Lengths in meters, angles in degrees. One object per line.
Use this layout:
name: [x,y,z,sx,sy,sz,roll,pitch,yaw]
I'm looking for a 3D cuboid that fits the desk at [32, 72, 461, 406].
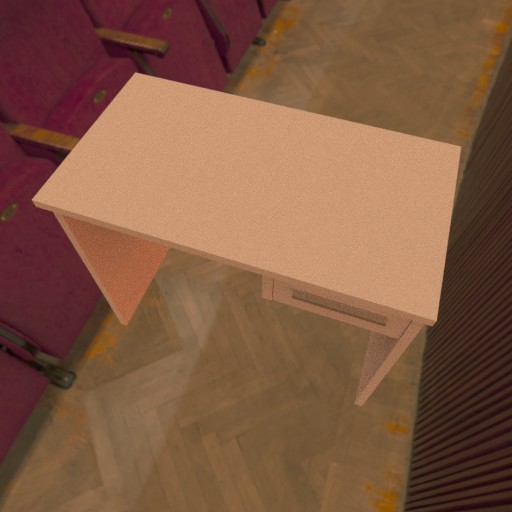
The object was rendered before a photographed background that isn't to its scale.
desk: [0.000,0.000,1.353,0.900,0.729,0.498,16,59,10]
